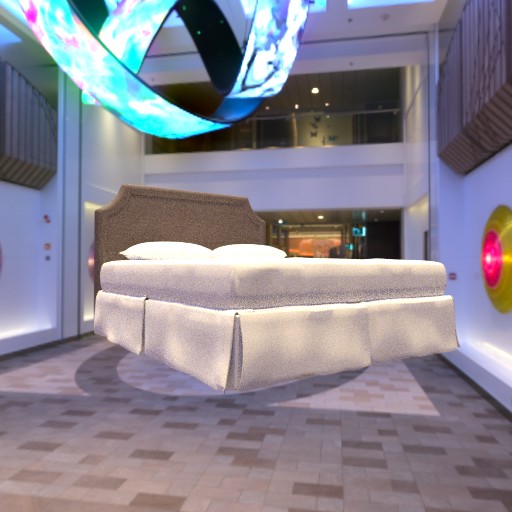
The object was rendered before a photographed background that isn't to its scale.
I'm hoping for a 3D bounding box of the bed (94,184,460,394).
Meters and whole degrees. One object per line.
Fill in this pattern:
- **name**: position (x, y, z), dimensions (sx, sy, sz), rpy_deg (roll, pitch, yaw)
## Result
- **bed**: position (0.000, 0.000, 4.166), dimensions (2.350, 1.590, 2.773), rpy_deg (1, -1, -36)
